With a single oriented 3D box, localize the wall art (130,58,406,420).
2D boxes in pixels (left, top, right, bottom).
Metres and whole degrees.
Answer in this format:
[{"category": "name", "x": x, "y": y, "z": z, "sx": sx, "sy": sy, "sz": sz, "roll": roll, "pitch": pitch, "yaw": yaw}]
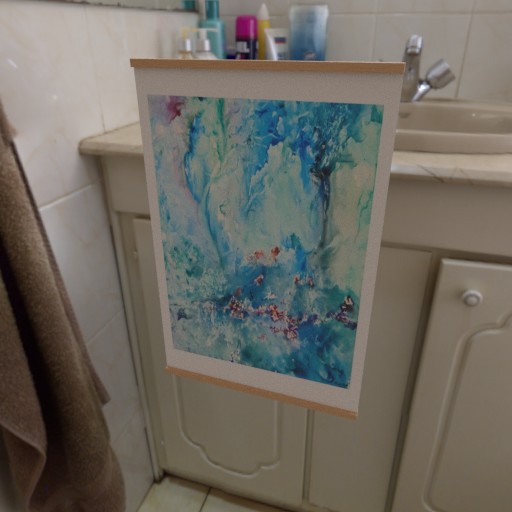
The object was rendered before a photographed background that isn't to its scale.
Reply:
[{"category": "wall art", "x": 0.000, "y": 0.000, "z": 0.632, "sx": 0.335, "sy": 0.510, "sz": 0.013, "roll": 9, "pitch": 28, "yaw": 17}]
